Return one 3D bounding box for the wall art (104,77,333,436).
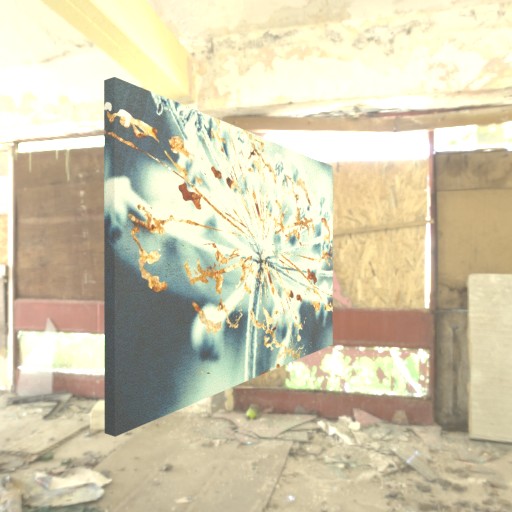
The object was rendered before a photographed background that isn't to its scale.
[{"bbox_3d":[0.000,0.000,1.420,0.035,0.759,1.138,0,0,33],"label":"wall art"}]
